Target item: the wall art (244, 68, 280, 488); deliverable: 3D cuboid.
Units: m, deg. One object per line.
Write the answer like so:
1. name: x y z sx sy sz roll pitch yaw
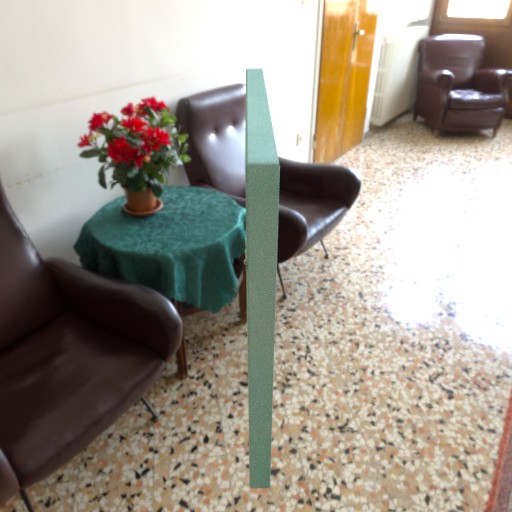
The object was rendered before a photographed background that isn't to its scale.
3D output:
1. wall art: 0.000 0.000 1.122 0.054 0.766 0.765 -1 32 -1
